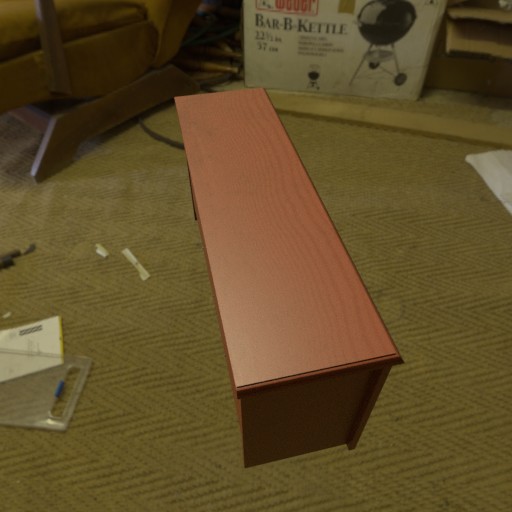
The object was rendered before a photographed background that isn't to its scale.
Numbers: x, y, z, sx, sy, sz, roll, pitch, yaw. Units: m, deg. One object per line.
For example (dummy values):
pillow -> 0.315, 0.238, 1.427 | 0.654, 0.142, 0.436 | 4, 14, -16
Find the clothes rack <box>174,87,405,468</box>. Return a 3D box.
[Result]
clothes rack -> 0.000, 0.000, 1.534 | 0.362, 0.594, 1.251 | -10, 48, -9
